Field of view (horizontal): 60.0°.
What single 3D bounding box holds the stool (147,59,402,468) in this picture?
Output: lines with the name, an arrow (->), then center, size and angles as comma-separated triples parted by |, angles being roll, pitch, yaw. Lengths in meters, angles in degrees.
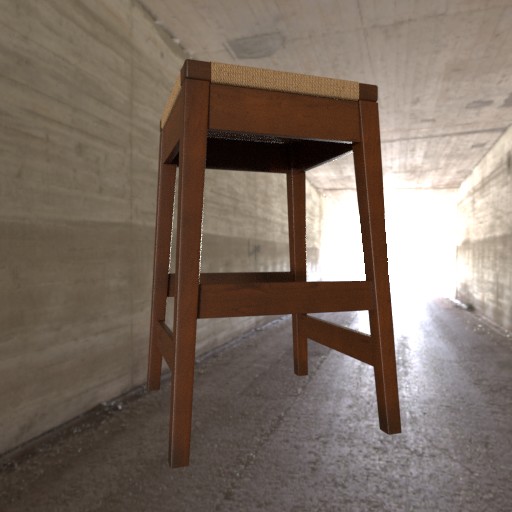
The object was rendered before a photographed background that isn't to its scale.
stool -> 0.000, 0.000, 1.115 | 0.497, 0.762, 0.507 | 0, 1, -19
